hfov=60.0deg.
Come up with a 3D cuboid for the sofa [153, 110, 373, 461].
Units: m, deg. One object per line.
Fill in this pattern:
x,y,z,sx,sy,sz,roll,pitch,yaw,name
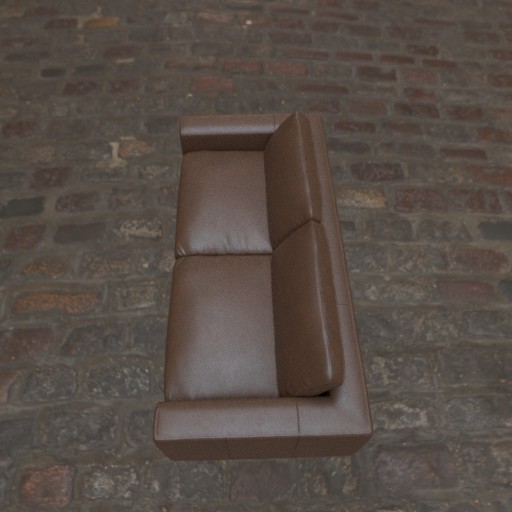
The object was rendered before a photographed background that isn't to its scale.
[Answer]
0.000,0.000,2.801,1.070,0.801,2.262,-2,57,-1,sofa
